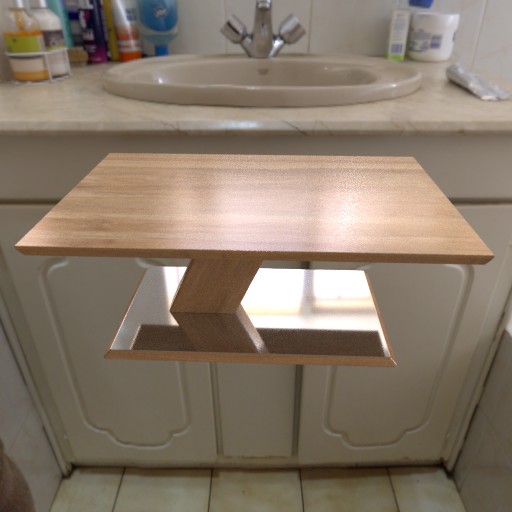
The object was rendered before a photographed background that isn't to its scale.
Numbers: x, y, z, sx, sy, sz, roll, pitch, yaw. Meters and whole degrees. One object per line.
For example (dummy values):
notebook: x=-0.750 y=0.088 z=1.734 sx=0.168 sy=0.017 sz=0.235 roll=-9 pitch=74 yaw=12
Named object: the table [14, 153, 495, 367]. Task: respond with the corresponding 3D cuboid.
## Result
table: x=0.000 y=0.000 z=1.421 sx=1.100 sy=0.441 sz=0.692 roll=1 pitch=31 yaw=2
